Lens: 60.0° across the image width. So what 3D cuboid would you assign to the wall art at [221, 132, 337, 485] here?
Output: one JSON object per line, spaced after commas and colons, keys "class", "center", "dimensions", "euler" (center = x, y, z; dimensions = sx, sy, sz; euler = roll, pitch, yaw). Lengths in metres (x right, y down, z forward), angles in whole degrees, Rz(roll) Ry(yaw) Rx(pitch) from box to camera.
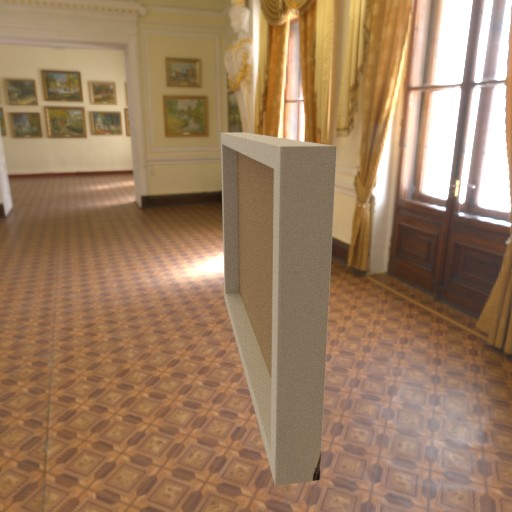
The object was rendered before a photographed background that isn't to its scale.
{"class": "wall art", "center": [0.000, 0.000, 0.488], "dimensions": [0.039, 0.254, 0.384], "euler": [-3, 17, -9]}
